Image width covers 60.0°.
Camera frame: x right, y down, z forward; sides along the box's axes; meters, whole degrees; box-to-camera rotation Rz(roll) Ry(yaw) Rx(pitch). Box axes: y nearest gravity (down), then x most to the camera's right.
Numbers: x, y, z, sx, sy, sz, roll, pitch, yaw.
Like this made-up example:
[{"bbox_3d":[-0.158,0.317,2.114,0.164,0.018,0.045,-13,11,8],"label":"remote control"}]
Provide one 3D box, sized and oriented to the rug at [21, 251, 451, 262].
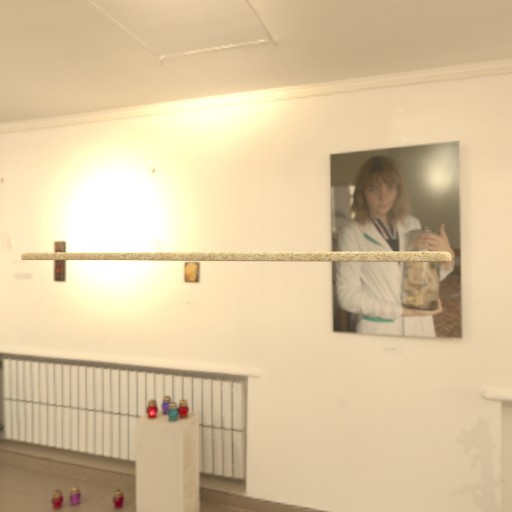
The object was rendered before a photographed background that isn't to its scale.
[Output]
[{"bbox_3d":[0.000,0.000,3.323,2.528,0.048,2.009,0,0,19],"label":"rug"}]
